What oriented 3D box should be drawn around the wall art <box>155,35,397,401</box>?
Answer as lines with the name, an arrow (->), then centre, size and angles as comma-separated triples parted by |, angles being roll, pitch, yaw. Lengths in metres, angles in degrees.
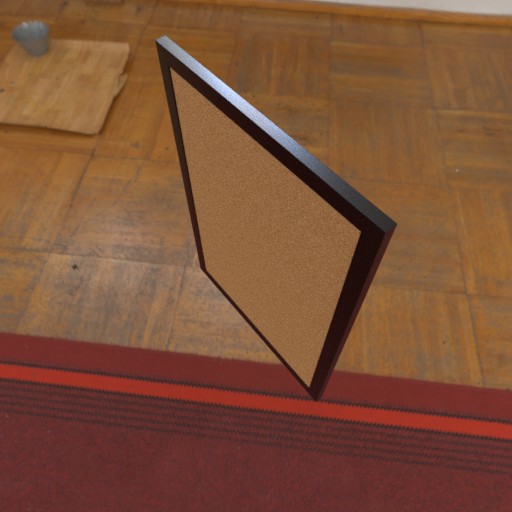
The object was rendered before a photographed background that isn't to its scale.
wall art -> 0.000, 0.000, 0.556 | 0.013, 0.432, 0.304 | -34, 63, -20
